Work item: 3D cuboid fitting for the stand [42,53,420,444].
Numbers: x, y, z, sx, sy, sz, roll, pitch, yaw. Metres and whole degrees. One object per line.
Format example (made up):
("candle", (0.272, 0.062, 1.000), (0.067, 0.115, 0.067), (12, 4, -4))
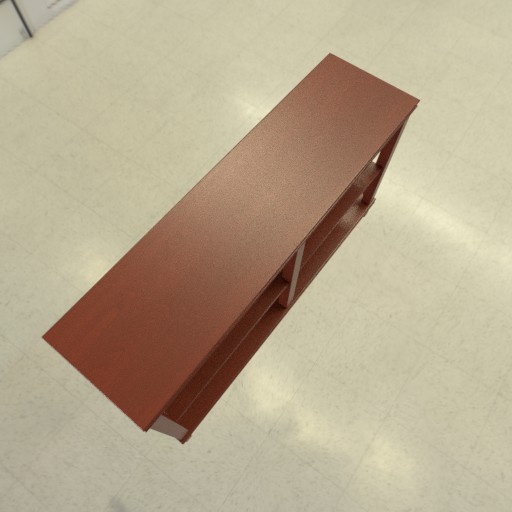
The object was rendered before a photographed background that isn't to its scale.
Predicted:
("stand", (0.000, 0.000, 1.706), (0.381, 0.762, 1.372), (35, 69, 15))
